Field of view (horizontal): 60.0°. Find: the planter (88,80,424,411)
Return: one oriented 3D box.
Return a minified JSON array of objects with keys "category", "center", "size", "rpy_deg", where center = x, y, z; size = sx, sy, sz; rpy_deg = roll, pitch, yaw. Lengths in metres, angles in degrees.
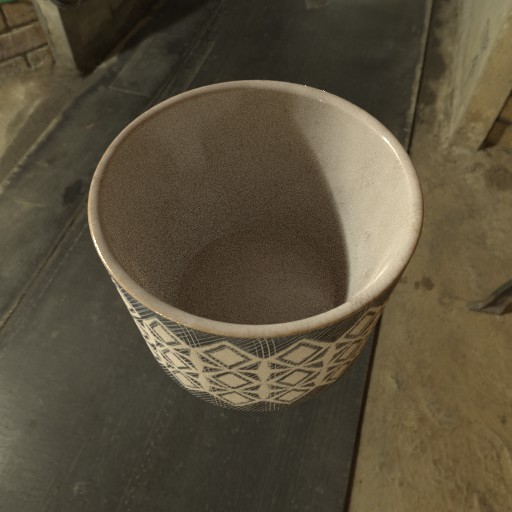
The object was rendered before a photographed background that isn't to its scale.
[{"category":"planter","center":[0.000,0.000,0.213],"size":[0.126,0.104,0.126],"rpy_deg":[0,57,0]}]
